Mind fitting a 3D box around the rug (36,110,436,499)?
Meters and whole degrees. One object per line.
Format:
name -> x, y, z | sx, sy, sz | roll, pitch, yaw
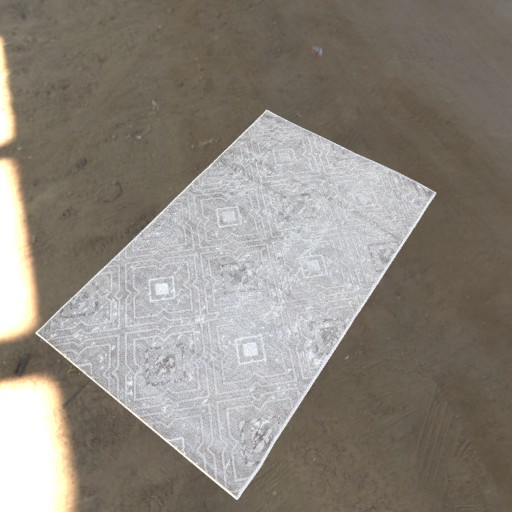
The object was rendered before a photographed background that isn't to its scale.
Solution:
rug -> 0.000, 0.000, 2.972 | 1.537, 0.036, 2.447 | 31, 63, 18
